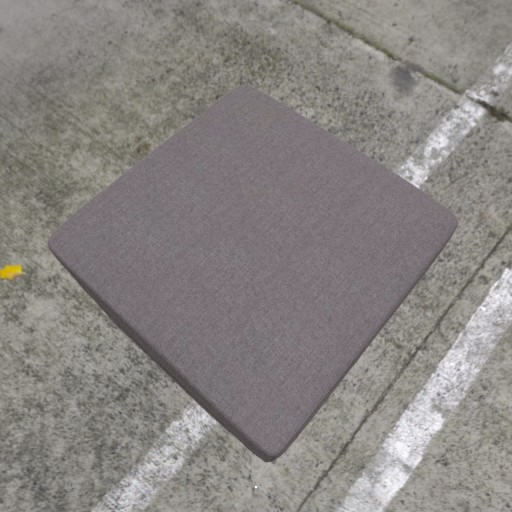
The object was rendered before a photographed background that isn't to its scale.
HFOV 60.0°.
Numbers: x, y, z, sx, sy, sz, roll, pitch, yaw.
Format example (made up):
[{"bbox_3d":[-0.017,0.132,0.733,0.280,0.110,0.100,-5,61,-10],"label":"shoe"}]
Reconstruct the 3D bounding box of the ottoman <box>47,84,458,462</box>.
[{"bbox_3d":[0.000,0.000,1.357,0.843,0.436,0.840,38,69,18],"label":"ottoman"}]
